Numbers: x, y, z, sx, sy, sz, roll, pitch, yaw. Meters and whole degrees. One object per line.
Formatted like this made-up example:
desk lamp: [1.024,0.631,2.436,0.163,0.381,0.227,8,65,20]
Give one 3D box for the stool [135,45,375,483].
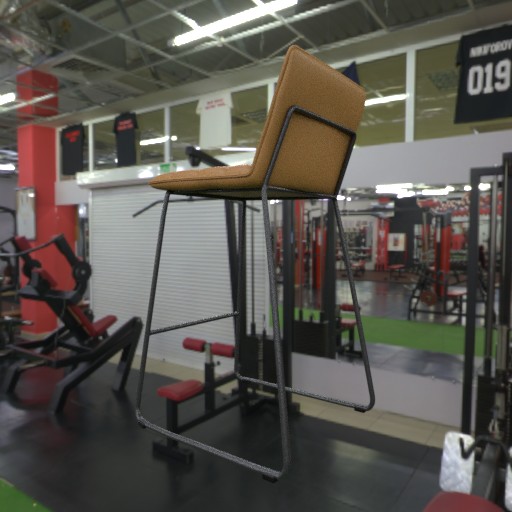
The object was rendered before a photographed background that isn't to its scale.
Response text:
stool: [0.000,0.000,1.251,0.524,0.936,0.489,2,3,37]
